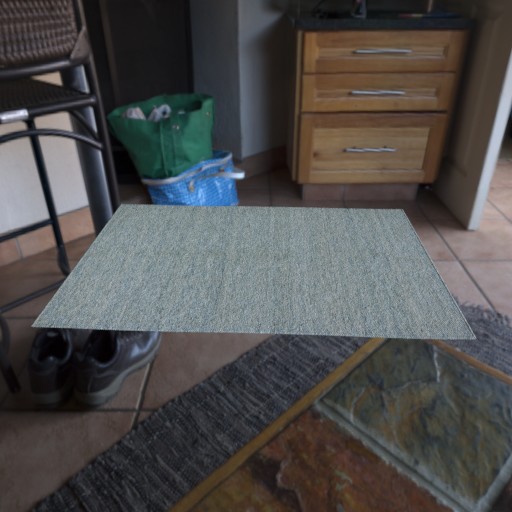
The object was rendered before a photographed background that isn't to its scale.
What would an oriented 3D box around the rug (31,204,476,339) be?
[{"bbox_3d":[0.000,0.000,2.925,2.283,0.013,1.547,1,31,2],"label":"rug"}]
